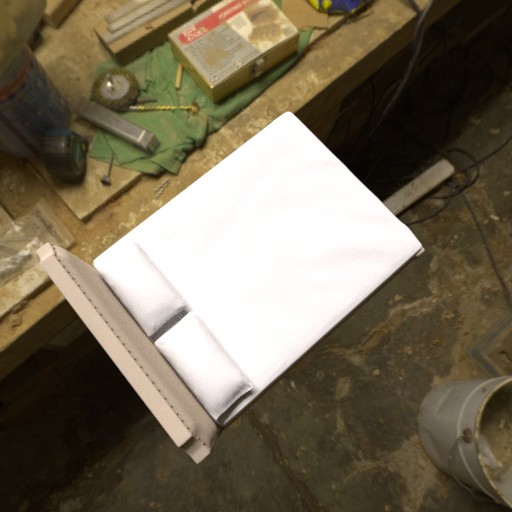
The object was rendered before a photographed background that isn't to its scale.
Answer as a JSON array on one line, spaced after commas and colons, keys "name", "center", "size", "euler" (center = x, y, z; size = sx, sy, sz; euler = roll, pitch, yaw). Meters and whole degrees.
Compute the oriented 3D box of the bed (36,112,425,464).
[{"name": "bed", "center": [0.000, 0.000, 3.467], "size": [2.329, 1.415, 1.703], "euler": [-40, 79, -9]}]
